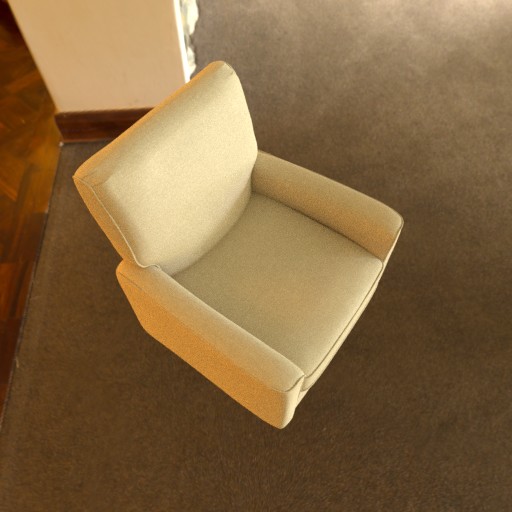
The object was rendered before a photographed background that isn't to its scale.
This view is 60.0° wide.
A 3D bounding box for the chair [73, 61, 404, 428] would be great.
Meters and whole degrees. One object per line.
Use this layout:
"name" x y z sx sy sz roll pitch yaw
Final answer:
"chair" 0.000 0.000 1.679 0.858 1.023 0.841 31 63 18
